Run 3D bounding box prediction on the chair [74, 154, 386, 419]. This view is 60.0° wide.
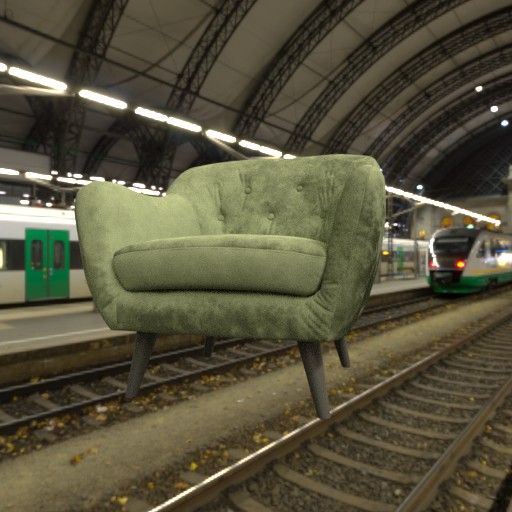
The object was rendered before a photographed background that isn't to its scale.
[{"bbox_3d":[0.000,0.000,1.478,0.840,0.804,0.819,0,0,17],"label":"chair"}]
